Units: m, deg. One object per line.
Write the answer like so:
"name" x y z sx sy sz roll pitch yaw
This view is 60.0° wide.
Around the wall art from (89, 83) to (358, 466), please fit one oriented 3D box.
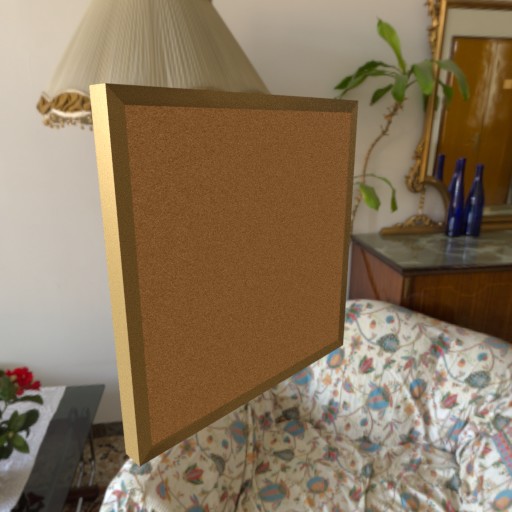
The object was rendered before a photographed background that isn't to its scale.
"wall art" 0.000 0.000 0.742 0.038 0.508 0.507 16 23 42
